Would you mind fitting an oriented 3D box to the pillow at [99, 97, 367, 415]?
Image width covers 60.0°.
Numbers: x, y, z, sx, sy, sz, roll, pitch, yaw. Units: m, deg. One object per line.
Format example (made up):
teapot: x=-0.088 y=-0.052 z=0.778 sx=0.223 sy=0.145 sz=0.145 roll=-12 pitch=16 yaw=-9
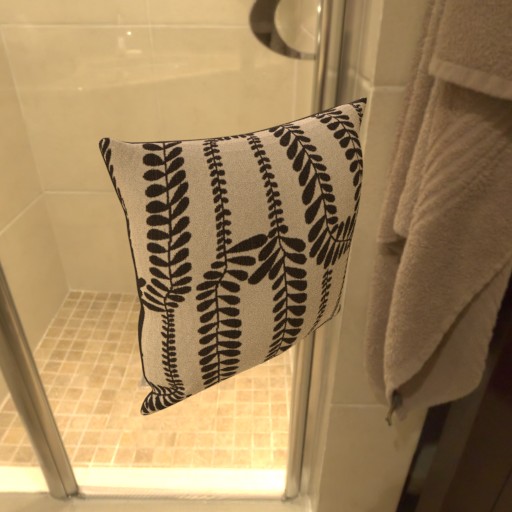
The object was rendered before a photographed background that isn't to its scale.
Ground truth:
pillow: x=0.000 y=0.000 z=0.694 sx=0.440 sy=0.441 sz=0.182 roll=-21 pitch=37 yaw=-31
